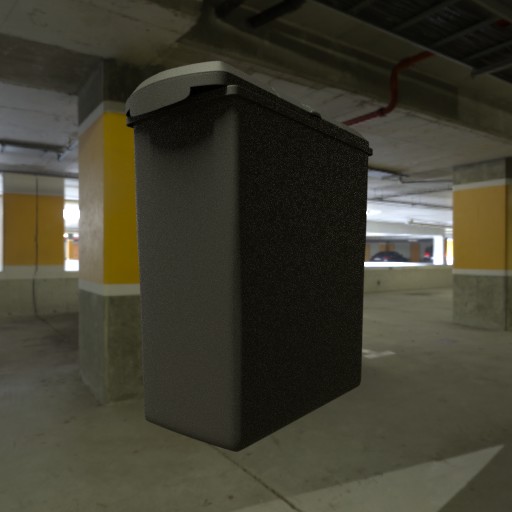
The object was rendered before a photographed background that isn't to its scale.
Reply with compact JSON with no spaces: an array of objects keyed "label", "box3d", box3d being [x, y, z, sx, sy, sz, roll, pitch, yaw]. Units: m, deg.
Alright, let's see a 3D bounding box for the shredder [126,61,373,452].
[{"label":"shredder","box3d":[0.000,0.000,0.516,0.170,0.335,0.320,0,0,38]}]
